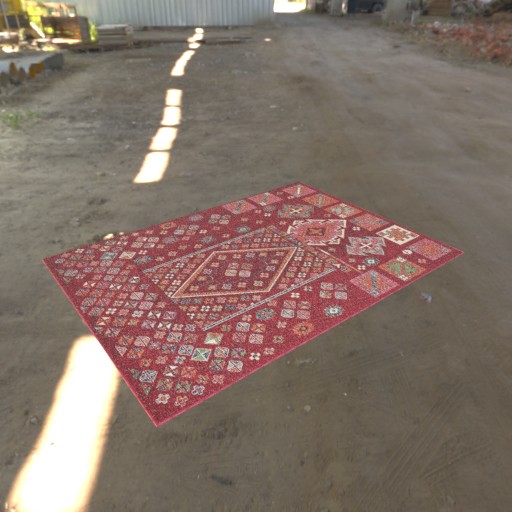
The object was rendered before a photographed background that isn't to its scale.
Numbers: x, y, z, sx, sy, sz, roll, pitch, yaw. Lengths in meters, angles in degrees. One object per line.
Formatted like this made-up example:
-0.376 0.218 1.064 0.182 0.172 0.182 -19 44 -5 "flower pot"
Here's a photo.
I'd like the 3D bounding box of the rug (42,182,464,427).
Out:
0.000 0.000 4.268 3.306 0.011 2.389 -21 37 -32 "rug"
